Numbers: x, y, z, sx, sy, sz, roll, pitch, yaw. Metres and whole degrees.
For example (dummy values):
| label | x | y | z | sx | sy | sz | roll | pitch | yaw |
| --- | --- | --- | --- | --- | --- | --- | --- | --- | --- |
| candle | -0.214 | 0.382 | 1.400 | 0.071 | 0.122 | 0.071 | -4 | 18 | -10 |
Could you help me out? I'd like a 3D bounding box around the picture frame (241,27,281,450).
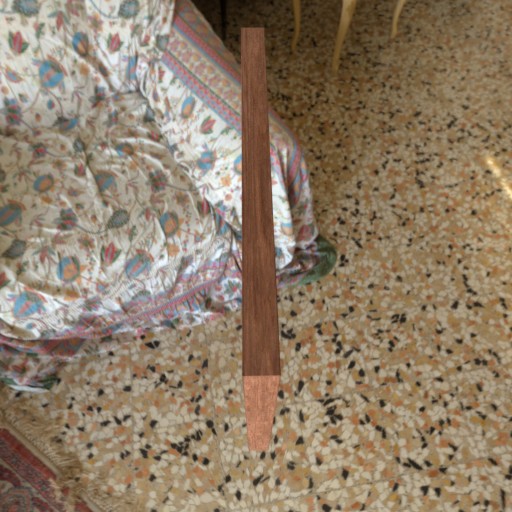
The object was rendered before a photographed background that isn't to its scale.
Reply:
| label | x | y | z | sx | sy | sz | roll | pitch | yaw |
| --- | --- | --- | --- | --- | --- | --- | --- | --- | --- |
| picture frame | 0.000 | 0.000 | 0.524 | 0.025 | 0.330 | 0.381 | -1 | 59 | -1 |
